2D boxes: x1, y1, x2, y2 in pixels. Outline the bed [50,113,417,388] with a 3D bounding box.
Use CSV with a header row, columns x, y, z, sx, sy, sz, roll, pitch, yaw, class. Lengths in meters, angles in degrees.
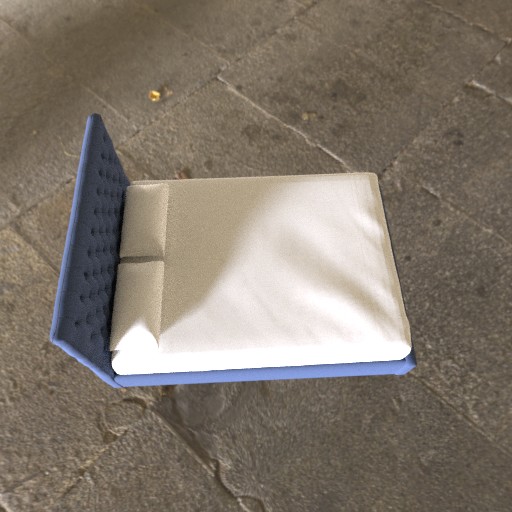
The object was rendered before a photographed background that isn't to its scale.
x,y,z,sx,sy,sz,roll,pitch,yaw,class
0.000,0.000,3.452,2.387,1.427,1.706,-2,63,-1,bed
